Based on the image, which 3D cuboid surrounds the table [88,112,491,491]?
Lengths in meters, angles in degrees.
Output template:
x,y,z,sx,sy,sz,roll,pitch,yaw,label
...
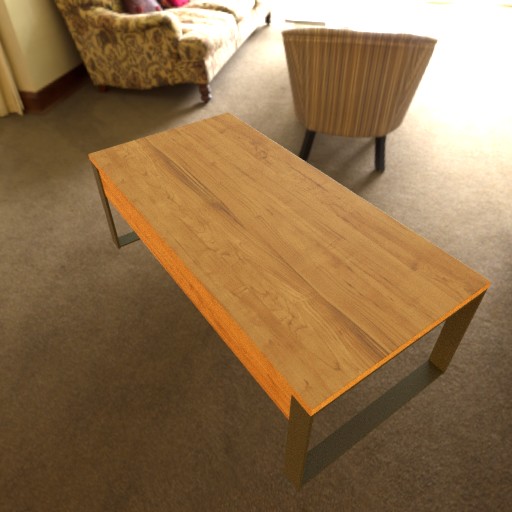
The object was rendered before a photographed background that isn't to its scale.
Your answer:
x,y,z,sx,sy,sz,roll,pitch,yaw,label
0.000,0.000,1.449,0.590,0.400,1.180,-26,48,-26,table
